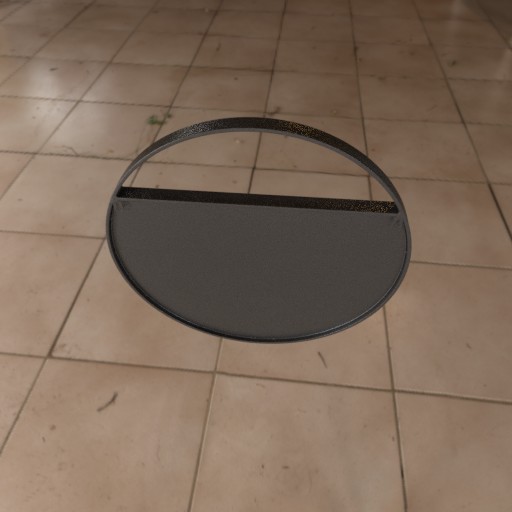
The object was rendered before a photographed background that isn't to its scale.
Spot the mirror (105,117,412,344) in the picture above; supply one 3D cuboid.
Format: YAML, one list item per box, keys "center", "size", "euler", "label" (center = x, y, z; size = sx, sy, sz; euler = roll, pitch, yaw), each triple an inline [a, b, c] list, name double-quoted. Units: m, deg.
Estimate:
- center: [0.000, 0.000, 0.851]
  size: [0.565, 0.565, 0.032]
  euler: [4, 47, 4]
  label: "mirror"
